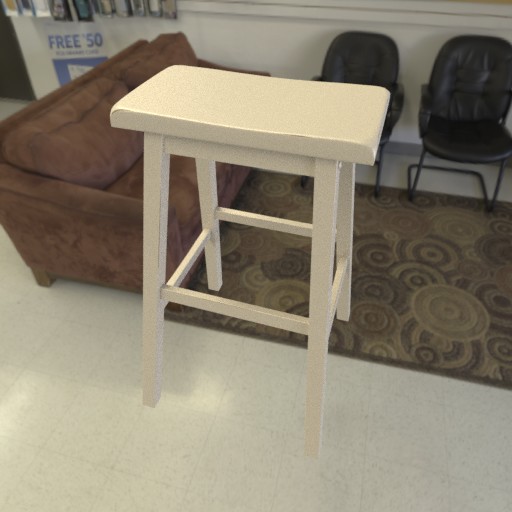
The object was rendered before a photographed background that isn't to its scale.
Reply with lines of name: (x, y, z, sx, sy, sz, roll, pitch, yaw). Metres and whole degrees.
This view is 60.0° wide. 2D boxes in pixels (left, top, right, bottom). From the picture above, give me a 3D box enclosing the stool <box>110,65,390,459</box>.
stool: (0.000, 0.000, 1.016, 0.457, 0.737, 0.476, 12, 42, 14)
